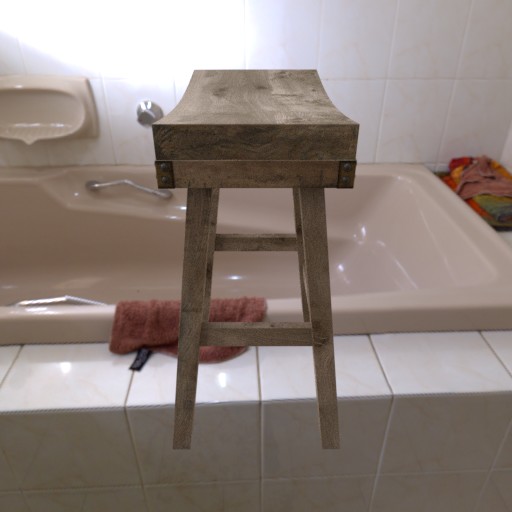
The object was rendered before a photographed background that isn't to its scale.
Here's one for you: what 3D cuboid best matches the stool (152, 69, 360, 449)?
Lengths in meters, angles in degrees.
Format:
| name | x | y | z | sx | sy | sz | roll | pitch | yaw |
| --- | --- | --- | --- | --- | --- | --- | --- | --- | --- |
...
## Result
| name | x | y | z | sx | sy | sz | roll | pitch | yaw |
| --- | --- | --- | --- | --- | --- | --- | --- | --- | --- |
| stool | 0.000 | 0.000 | 0.890 | 0.330 | 0.635 | 0.450 | 0 | 31 | 0 |
